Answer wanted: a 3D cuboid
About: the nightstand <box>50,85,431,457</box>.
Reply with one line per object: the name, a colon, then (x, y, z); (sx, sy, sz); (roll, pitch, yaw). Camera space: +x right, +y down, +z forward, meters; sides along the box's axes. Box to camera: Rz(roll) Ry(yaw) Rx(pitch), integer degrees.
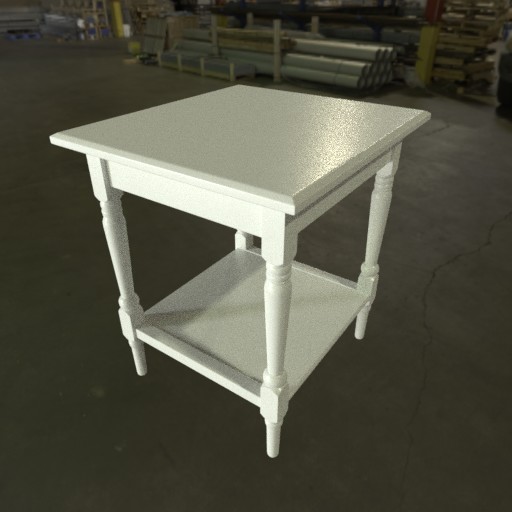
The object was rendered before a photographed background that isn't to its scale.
nightstand: (0.000, 0.000, 0.919); (0.459, 0.555, 0.505); (20, 37, 29)
